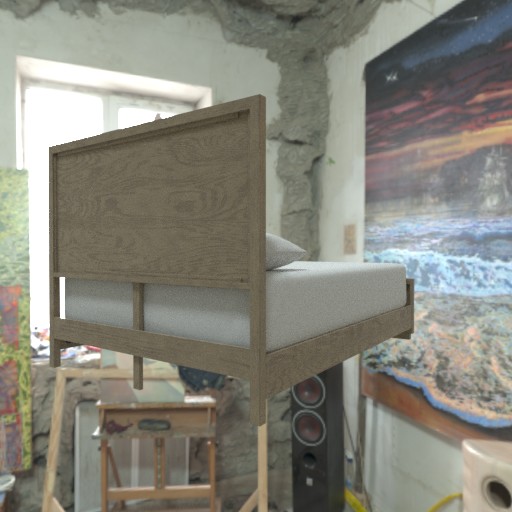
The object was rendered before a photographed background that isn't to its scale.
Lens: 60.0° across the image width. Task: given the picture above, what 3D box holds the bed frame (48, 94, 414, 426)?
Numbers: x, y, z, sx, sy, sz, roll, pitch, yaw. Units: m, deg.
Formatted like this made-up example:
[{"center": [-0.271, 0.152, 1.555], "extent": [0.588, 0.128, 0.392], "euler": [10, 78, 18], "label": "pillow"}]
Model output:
[{"center": [0.000, 0.000, 3.181], "extent": [1.606, 1.369, 2.189], "euler": [1, 1, 36], "label": "bed frame"}]
